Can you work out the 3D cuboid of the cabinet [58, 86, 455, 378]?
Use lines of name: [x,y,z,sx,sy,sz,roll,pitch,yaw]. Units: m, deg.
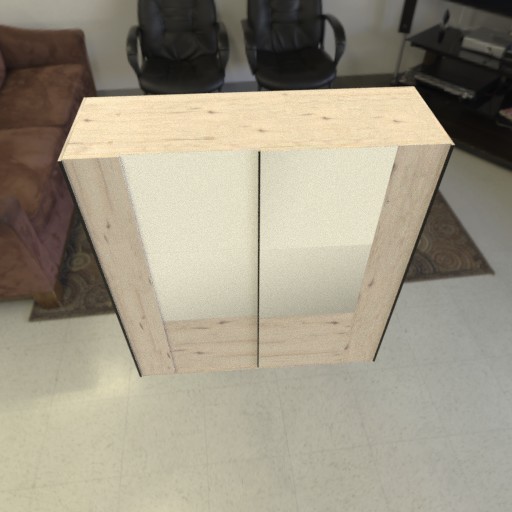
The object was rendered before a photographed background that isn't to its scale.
cabinet: [0.000,0.000,3.239,2.000,2.180,0.660,-3,46,-3]
